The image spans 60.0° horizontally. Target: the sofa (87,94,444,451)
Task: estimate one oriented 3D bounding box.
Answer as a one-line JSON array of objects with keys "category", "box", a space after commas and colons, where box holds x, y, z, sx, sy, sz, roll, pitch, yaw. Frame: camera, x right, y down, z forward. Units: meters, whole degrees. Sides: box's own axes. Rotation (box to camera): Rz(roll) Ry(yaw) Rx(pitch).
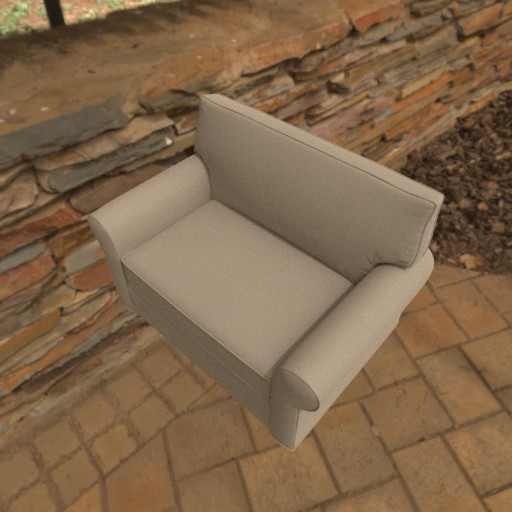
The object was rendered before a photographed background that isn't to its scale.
[{"category": "sofa", "box": [0.000, 0.000, 2.130, 1.405, 1.006, 0.937, 33, 55, 28]}]
